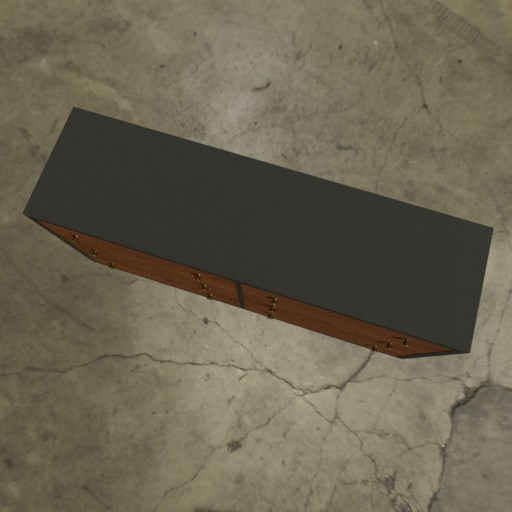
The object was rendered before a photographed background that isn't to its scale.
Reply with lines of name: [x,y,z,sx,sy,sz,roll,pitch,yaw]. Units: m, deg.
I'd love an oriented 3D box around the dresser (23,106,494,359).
dresser: [0.000,0.000,1.939,1.558,0.872,0.463,17,76,4]
